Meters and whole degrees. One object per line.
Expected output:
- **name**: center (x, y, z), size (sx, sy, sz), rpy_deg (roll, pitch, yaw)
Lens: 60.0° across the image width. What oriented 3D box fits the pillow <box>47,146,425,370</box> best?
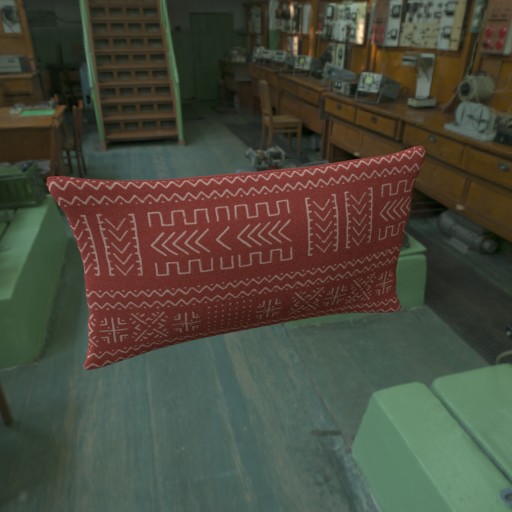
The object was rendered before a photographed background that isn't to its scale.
- **pillow**: center (0.000, 0.000, 0.794), size (0.640, 0.352, 0.130), rpy_deg (-8, 29, -15)
